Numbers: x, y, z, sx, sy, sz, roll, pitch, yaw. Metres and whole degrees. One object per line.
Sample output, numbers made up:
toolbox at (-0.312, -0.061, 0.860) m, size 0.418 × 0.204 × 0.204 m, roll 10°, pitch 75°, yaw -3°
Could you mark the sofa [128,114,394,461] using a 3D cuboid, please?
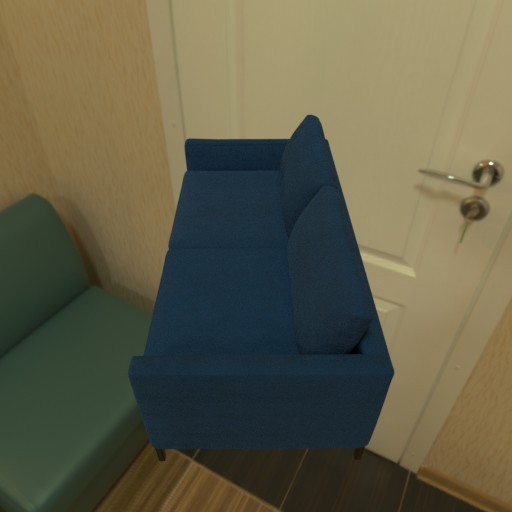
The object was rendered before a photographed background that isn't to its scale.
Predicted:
sofa at (0.000, 0.000, 2.151) m, size 0.875 × 0.817 × 1.676 m, roll 0°, pitch 41°, yaw 0°
